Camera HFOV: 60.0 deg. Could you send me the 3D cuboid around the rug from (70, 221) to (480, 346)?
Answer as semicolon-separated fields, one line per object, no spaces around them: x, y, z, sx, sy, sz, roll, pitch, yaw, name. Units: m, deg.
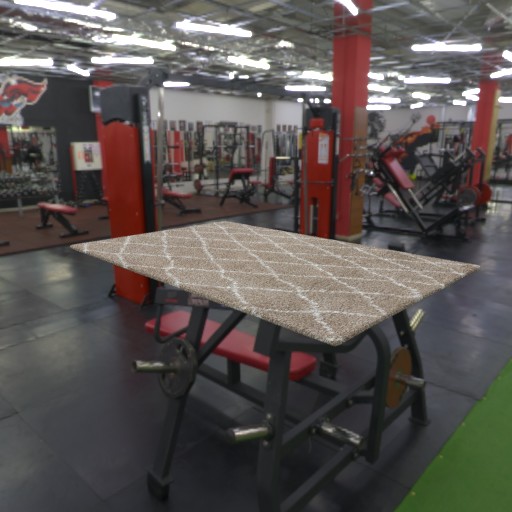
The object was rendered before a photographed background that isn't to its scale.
0.000;0.000;3.472;2.743;0.030;1.778;13;19;43;rug
